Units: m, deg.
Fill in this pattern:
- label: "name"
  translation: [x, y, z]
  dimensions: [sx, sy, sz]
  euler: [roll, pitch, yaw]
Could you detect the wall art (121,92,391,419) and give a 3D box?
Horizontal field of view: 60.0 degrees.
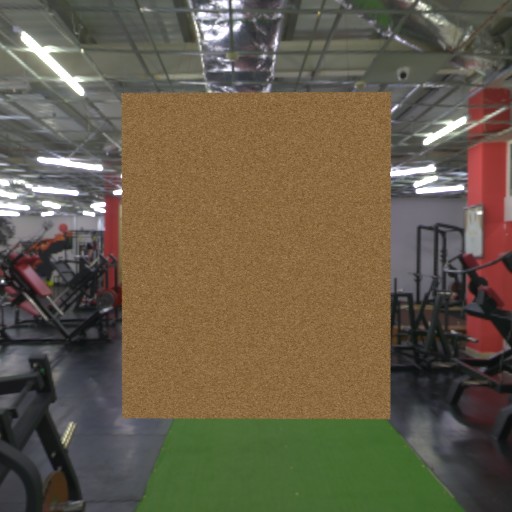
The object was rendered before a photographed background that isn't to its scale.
- label: "wall art"
  translation: [0.000, 0.000, 0.787]
  dimensions: [0.467, 0.567, 0.033]
  euler: [0, 0, 1]
